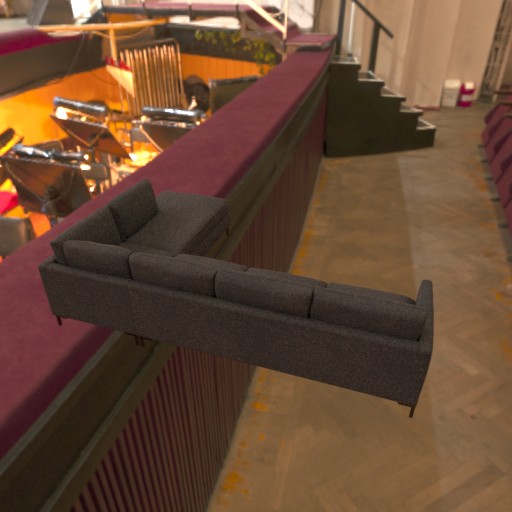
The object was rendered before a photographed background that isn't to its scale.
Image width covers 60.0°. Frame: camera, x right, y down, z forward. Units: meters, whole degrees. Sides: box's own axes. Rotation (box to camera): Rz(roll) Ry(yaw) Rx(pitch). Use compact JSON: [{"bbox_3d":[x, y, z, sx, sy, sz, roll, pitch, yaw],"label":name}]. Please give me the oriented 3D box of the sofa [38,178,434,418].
[{"bbox_3d":[0.000,0.000,3.923,2.949,0.815,2.007,10,33,16],"label":"sofa"}]
